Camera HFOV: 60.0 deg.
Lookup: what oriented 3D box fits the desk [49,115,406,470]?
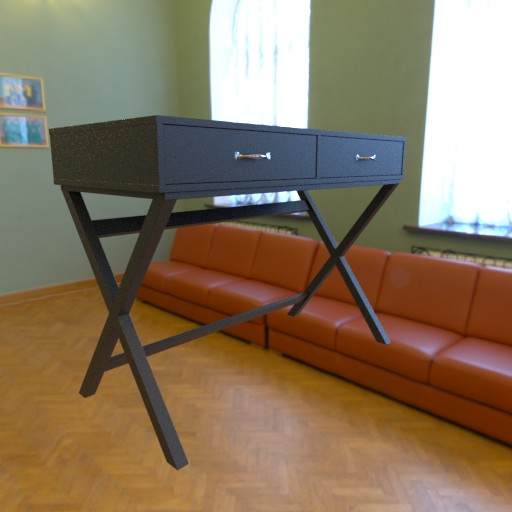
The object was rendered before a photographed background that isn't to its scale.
[{"bbox_3d":[0.000,0.000,1.462,0.525,0.780,1.057,11,16,43],"label":"desk"}]
